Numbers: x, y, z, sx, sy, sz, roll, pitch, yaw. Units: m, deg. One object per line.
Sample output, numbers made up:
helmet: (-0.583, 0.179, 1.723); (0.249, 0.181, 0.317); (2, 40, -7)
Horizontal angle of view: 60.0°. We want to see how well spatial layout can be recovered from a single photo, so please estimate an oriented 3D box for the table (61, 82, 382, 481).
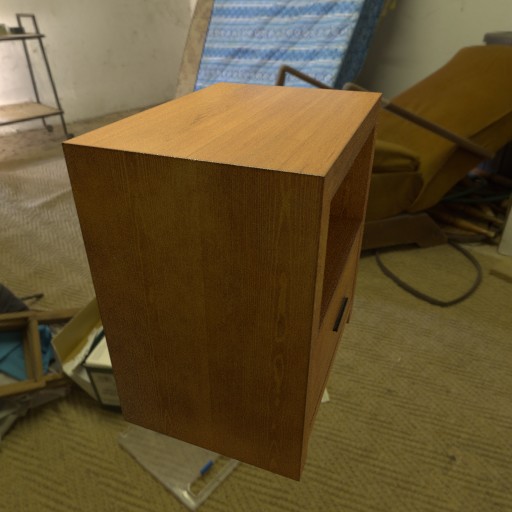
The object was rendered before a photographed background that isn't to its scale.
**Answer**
table: (0.000, 0.000, 0.961); (0.400, 0.605, 0.550); (11, 32, 18)
